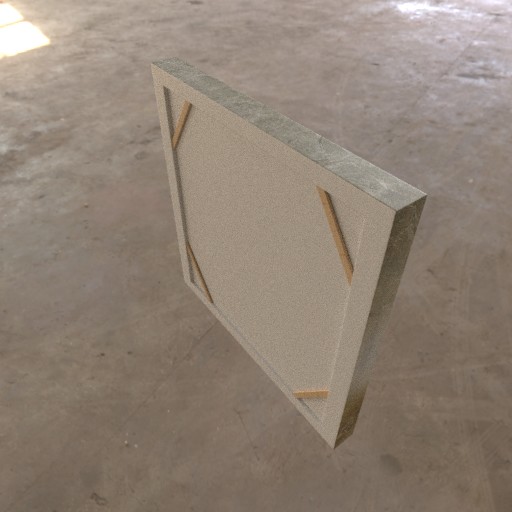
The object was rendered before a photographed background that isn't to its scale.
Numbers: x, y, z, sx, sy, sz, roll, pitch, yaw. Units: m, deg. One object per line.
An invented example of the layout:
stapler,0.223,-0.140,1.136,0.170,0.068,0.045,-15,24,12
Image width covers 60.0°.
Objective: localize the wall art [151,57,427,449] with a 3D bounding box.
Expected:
wall art,0.000,0.000,0.602,0.038,0.407,0.405,-27,49,-26
